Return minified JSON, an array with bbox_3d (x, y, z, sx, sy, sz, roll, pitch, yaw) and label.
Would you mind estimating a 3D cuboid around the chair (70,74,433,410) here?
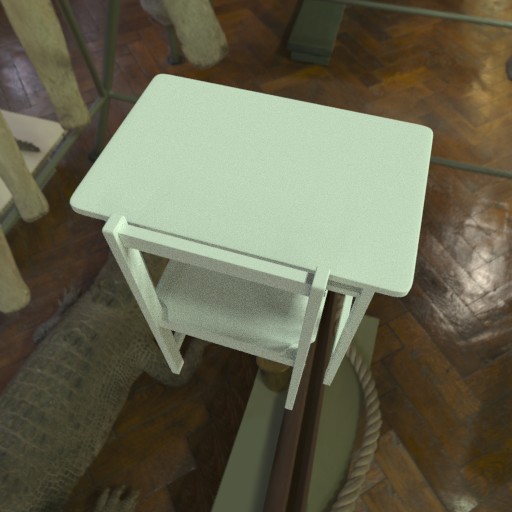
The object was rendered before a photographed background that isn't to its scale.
[{"bbox_3d":[0.000,0.000,1.037,0.599,0.673,0.461,15,59,9],"label":"chair"}]
